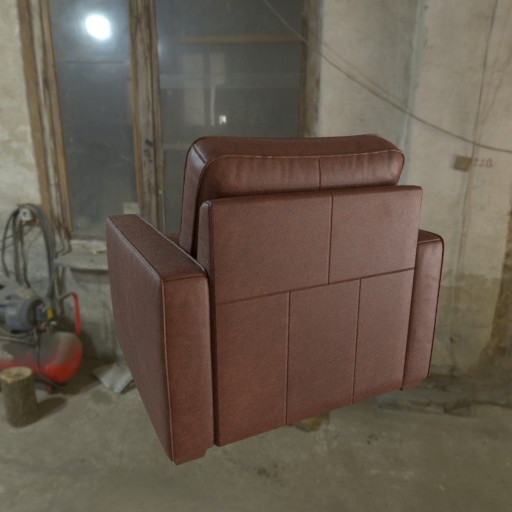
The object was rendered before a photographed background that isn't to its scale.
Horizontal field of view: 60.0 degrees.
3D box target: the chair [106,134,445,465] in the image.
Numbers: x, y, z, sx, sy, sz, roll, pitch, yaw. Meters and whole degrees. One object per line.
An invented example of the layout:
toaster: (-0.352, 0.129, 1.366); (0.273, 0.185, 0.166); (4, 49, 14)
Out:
chair: (0.000, 0.000, 1.721); (1.017, 0.919, 0.940); (-8, 18, -25)
